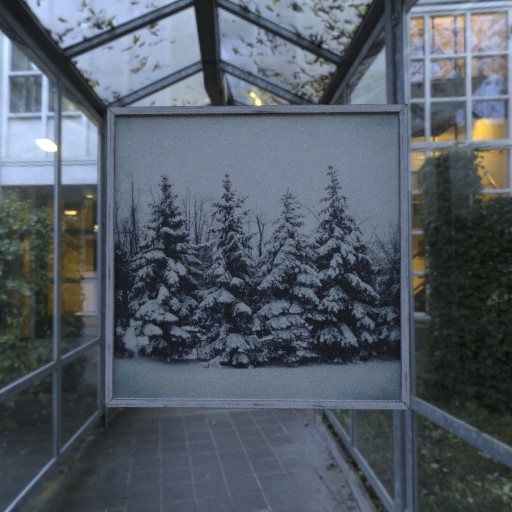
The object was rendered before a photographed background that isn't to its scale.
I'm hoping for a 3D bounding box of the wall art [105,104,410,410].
[{"bbox_3d":[0.000,0.000,1.131,0.761,0.761,0.037,0,-1,2],"label":"wall art"}]
